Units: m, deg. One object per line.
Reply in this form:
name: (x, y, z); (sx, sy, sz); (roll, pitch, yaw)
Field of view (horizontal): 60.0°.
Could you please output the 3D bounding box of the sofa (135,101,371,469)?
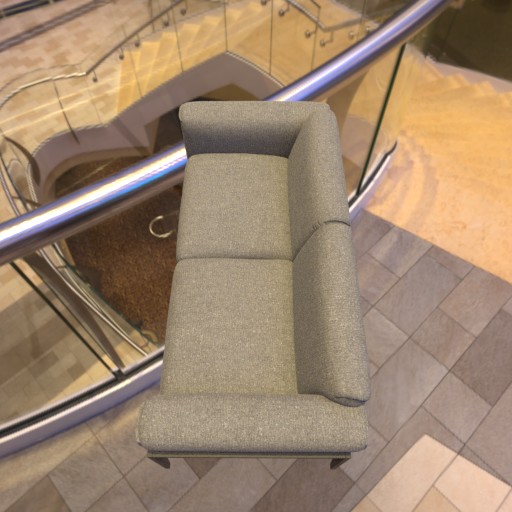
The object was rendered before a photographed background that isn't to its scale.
sofa: (0.000, 0.000, 2.517); (0.985, 0.703, 2.125); (0, 59, 0)
